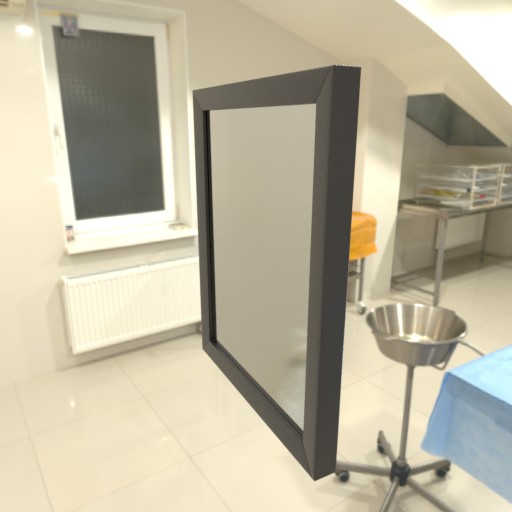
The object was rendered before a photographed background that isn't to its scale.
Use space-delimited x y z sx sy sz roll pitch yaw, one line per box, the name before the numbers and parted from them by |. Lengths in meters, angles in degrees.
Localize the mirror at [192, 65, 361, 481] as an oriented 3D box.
mirror | 0.000 0.000 0.692 0.041 0.508 0.405 -9 19 -27
